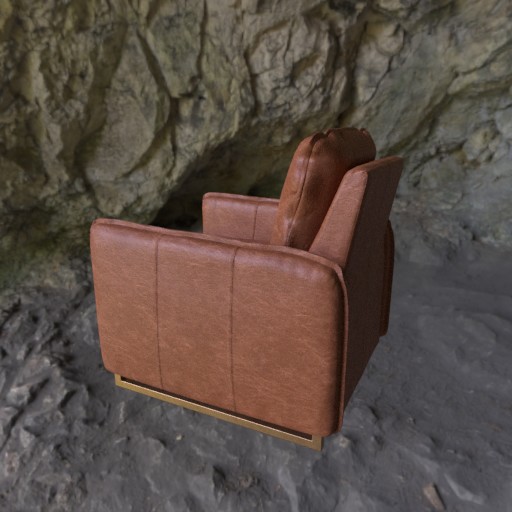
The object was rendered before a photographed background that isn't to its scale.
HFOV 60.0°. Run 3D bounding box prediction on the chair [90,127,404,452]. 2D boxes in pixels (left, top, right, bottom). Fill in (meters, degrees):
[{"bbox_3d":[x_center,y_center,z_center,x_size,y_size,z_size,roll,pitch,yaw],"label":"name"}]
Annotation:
[{"bbox_3d":[0.000,0.000,1.651,0.922,0.922,0.830,8,18,25],"label":"chair"}]
